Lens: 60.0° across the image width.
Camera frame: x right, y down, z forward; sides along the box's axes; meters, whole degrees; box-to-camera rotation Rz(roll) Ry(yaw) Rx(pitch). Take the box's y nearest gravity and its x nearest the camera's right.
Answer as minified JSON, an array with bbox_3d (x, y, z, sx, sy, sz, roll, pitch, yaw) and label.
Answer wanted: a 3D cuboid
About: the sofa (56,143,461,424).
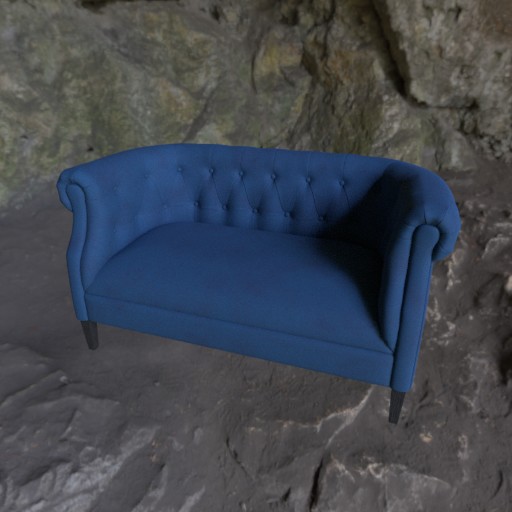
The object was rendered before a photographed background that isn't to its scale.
[{"bbox_3d":[0.000,0.000,1.992,1.558,0.827,0.835,9,27,17],"label":"sofa"}]
